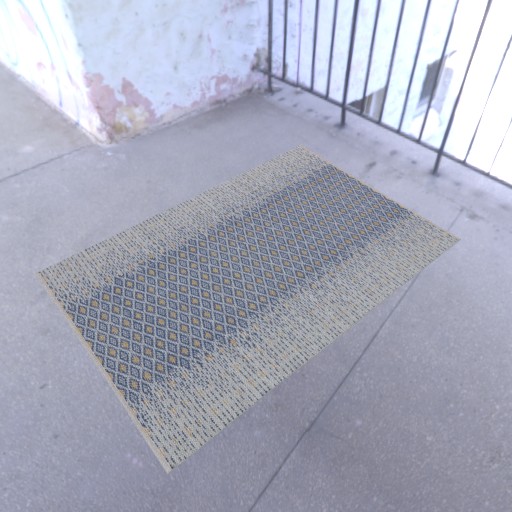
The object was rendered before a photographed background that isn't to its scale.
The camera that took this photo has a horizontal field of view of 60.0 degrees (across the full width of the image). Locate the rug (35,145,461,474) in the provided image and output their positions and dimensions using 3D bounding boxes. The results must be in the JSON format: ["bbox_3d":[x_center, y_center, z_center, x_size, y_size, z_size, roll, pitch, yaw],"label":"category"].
[{"bbox_3d":[0.000,0.000,2.271,1.828,0.005,1.219,-31,53,-27],"label":"rug"}]
